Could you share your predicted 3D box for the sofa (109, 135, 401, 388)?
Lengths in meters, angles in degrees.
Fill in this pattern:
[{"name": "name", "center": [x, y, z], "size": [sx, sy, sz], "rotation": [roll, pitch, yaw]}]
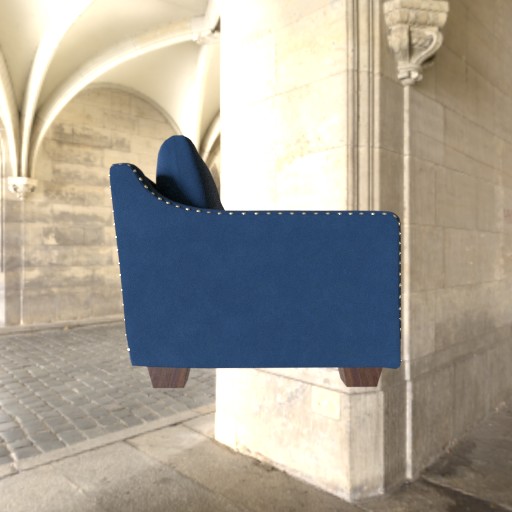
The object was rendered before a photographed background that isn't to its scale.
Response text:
[{"name": "sofa", "center": [0.000, 0.000, 2.651], "size": [1.104, 0.983, 2.107], "rotation": [0, 0, -1]}]
